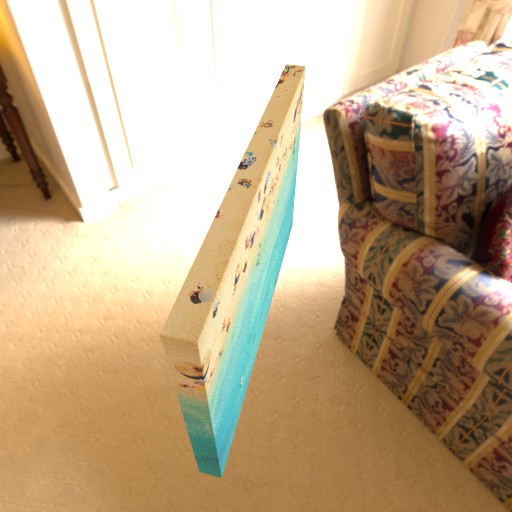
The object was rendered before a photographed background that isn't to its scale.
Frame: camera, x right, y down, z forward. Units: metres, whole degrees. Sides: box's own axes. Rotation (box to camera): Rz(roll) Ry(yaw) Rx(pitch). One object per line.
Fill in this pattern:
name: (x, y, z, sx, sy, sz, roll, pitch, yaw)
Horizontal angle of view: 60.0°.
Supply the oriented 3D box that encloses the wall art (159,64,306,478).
wall art: (0.000, 0.000, 0.769, 0.039, 0.406, 0.609, 10, 48, 10)
